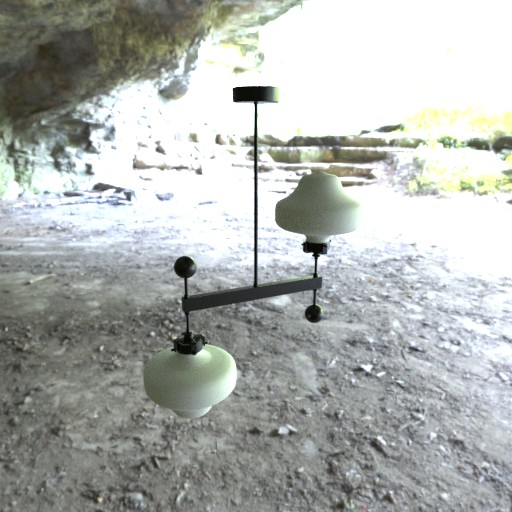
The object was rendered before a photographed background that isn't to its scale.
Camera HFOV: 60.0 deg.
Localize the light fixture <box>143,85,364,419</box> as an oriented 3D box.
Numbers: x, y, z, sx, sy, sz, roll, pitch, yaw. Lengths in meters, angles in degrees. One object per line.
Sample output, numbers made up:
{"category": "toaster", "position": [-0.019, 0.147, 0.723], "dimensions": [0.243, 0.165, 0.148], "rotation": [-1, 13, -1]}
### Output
{"category": "light fixture", "position": [0.000, 0.000, 1.043], "dimensions": [0.422, 0.743, 0.489], "rotation": [8, 18, 26]}
